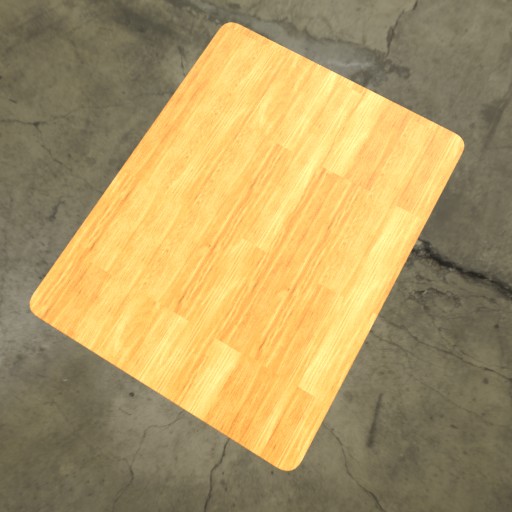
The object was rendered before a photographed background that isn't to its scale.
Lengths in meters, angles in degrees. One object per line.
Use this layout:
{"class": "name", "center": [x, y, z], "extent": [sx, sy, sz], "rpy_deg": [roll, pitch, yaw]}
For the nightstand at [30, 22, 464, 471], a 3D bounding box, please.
{"class": "nightstand", "center": [0.000, 0.000, 0.889], "extent": [0.440, 0.470, 0.560], "rpy_deg": [30, 79, 7]}
